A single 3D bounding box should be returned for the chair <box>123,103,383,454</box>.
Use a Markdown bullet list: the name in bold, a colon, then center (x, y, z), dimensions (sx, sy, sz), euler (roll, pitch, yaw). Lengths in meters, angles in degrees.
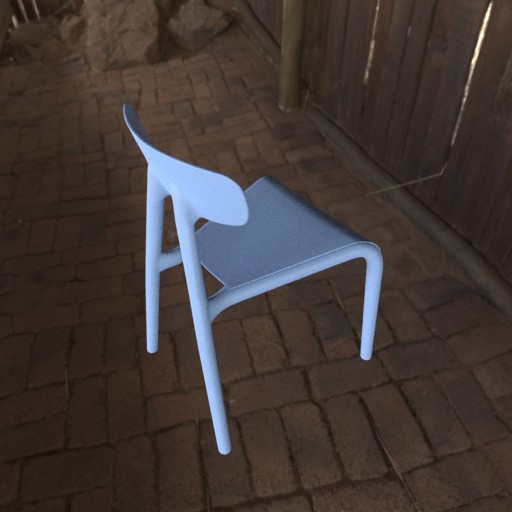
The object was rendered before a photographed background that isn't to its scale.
- **chair**: center (0.000, 0.000, 0.836), dimensions (0.401, 0.580, 0.356), euler (-27, 48, -27)
